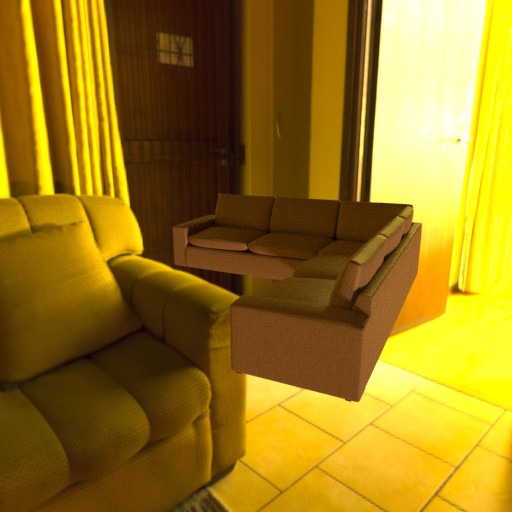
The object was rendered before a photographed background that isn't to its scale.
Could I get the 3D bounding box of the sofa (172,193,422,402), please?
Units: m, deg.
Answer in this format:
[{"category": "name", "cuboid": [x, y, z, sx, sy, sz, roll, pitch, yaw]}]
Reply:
[{"category": "sofa", "cuboid": [0.000, 0.000, 4.130, 2.622, 0.800, 2.742, 7, 16, 25]}]
